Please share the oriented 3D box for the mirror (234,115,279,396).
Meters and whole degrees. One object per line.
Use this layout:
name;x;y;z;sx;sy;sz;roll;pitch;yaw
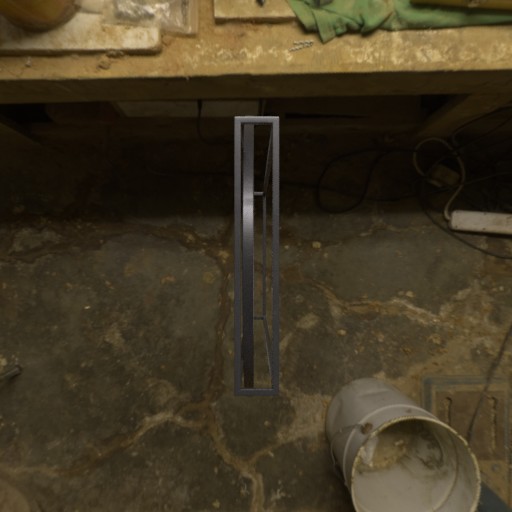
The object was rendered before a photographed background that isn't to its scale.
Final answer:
mirror;0.000;0.000;0.801;0.051;0.603;0.508;0;90;0
